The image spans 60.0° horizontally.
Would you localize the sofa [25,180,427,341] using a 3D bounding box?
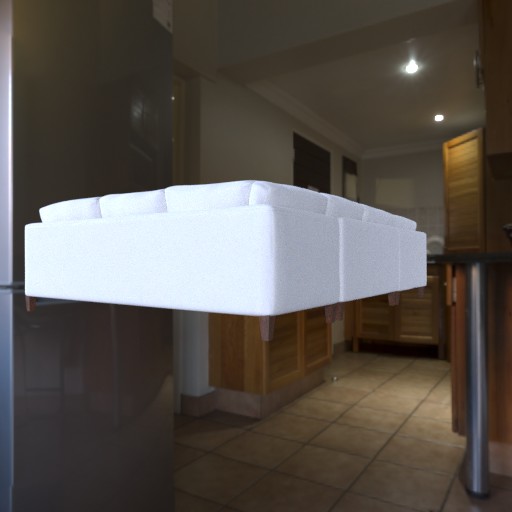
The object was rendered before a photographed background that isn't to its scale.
[{"bbox_3d":[0.000,0.000,4.526,2.593,0.956,3.459,0,0,34],"label":"sofa"}]
